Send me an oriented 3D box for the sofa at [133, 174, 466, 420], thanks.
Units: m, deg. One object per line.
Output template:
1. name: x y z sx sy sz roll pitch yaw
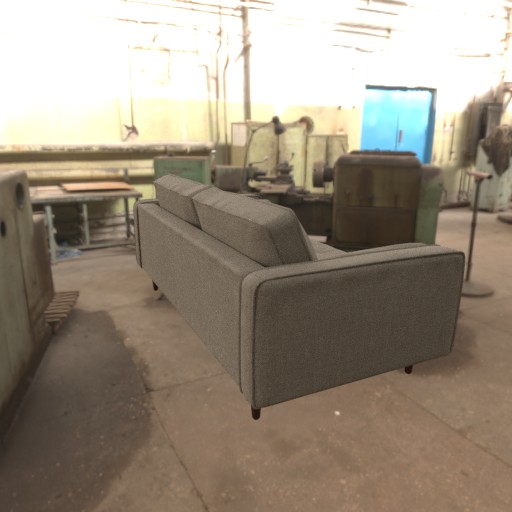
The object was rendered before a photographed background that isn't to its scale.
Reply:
1. sofa: 0.000 0.000 2.337 0.914 0.762 1.879 -7 17 -25
